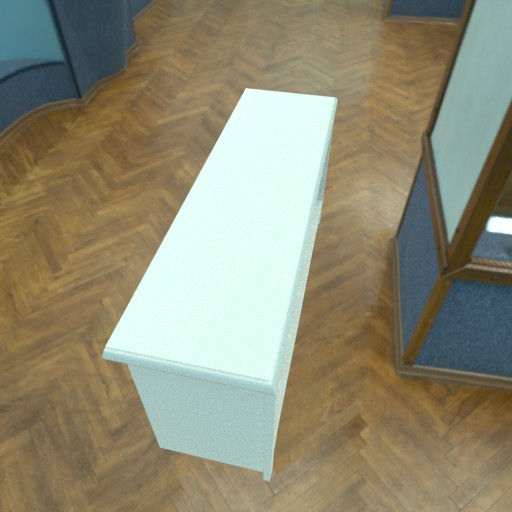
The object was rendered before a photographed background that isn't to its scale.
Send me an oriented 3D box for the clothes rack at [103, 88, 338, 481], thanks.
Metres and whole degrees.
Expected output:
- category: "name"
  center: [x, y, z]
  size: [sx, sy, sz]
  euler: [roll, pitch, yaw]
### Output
- category: "clothes rack"
  center: [0.000, 0.000, 1.353]
  size: [0.324, 0.531, 1.120]
  euler: [9, 46, 9]
